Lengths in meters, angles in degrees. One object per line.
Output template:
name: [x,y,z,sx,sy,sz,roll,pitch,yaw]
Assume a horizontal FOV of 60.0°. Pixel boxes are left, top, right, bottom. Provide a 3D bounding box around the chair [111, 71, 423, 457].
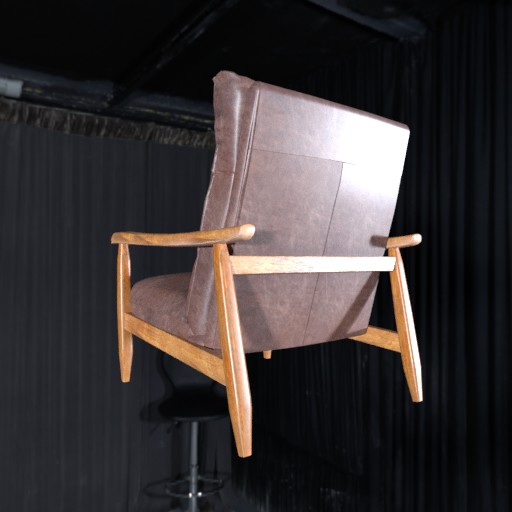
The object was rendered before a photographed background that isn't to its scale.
chair: [0.000,0.000,1.495,0.782,0.897,0.830,0,-1,-36]
